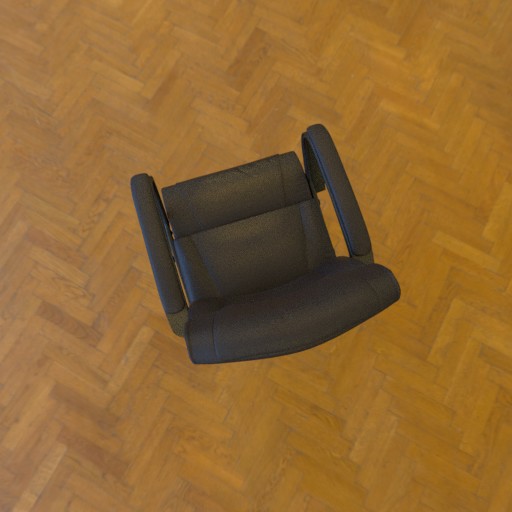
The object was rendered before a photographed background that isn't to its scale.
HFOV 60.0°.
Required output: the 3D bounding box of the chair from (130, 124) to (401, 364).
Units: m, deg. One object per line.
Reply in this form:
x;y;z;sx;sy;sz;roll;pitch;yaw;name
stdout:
0.000;0.000;1.377;0.576;0.998;0.641;-17;76;-4;chair
